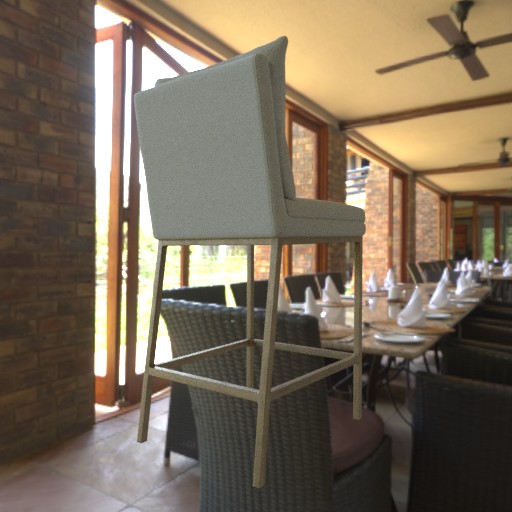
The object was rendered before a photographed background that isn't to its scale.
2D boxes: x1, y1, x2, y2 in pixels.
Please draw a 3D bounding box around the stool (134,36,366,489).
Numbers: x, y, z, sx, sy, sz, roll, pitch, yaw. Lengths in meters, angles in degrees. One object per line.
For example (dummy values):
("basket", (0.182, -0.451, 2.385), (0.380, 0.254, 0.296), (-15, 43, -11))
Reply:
("stool", (0.000, 0.000, 1.312), (0.463, 1.032, 0.572), (0, 0, 36))
